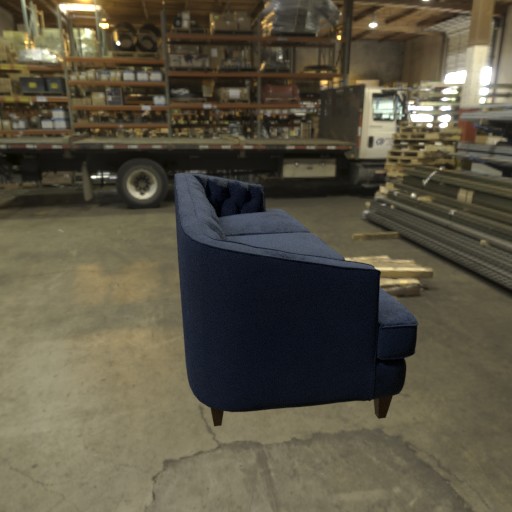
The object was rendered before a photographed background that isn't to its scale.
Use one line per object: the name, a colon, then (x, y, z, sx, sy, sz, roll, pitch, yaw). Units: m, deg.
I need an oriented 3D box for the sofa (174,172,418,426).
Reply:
sofa: (0.000, 0.000, 2.731, 0.941, 0.855, 2.278, -3, 18, -10)
